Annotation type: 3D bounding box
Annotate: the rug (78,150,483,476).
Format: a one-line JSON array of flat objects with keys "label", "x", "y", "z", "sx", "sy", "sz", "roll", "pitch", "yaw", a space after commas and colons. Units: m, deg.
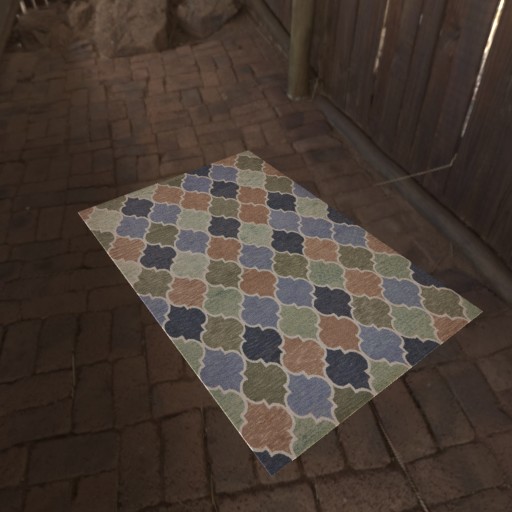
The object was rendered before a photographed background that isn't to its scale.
[{"label": "rug", "x": 0.000, "y": 0.000, "z": 2.868, "sx": 1.521, "sy": 0.006, "sz": 2.284, "roll": -26, "pitch": 49, "yaw": -26}]
